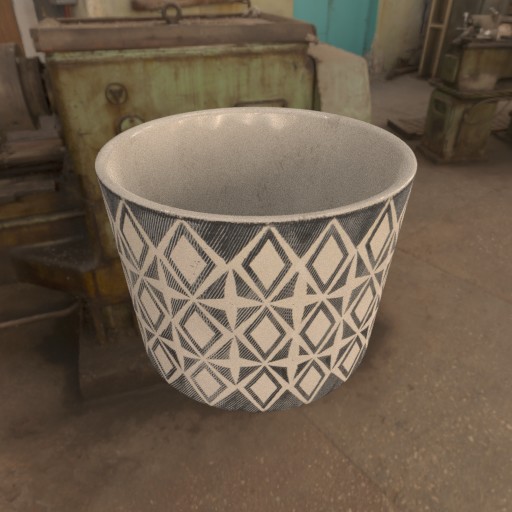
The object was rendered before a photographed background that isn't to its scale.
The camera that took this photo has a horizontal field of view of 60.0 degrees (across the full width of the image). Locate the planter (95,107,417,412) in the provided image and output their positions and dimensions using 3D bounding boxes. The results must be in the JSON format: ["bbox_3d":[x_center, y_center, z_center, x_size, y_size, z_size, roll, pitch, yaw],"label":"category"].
[{"bbox_3d":[0.000,0.000,0.433,0.260,0.220,0.260,0,33,0],"label":"planter"}]
